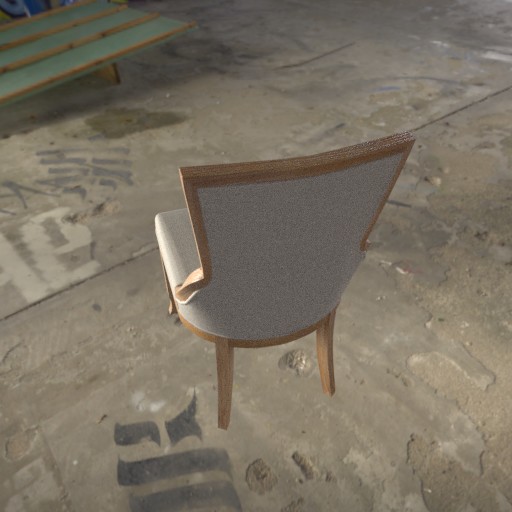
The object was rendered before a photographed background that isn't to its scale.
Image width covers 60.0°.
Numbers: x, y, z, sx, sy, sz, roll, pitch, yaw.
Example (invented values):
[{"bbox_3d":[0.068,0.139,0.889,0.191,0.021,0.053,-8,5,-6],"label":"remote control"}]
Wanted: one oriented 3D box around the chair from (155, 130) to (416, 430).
[{"bbox_3d":[0.000,0.000,1.308,0.524,0.947,0.641,-12,42,-14],"label":"chair"}]
